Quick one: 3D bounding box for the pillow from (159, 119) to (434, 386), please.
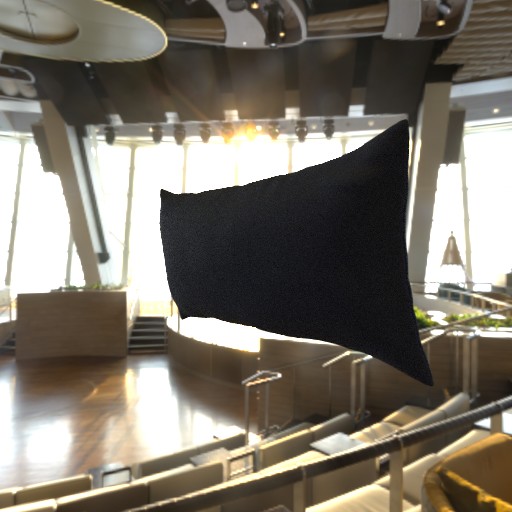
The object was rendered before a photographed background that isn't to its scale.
[{"bbox_3d":[0.000,0.000,0.727,0.156,0.292,0.608,0,1,-37],"label":"pillow"}]
